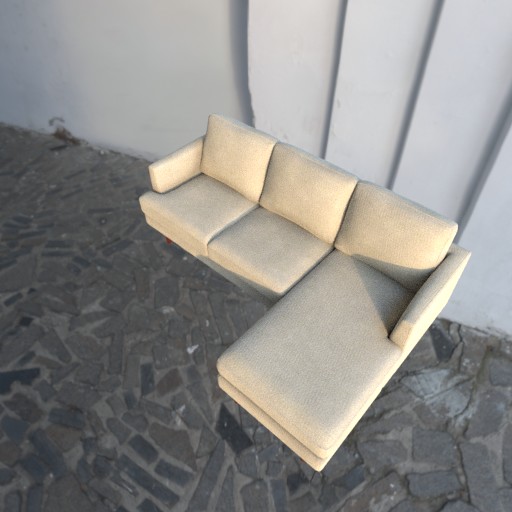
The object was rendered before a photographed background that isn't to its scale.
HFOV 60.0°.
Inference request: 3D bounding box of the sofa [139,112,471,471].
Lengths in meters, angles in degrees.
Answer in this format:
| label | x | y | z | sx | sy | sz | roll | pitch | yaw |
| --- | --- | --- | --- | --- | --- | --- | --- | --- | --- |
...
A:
| label | x | y | z | sx | sy | sz | roll | pitch | yaw |
| --- | --- | --- | --- | --- | --- | --- | --- | --- | --- |
| sofa | 0.000 | 0.000 | 2.997 | 2.233 | 0.956 | 1.504 | 33 | 54 | 28 |
